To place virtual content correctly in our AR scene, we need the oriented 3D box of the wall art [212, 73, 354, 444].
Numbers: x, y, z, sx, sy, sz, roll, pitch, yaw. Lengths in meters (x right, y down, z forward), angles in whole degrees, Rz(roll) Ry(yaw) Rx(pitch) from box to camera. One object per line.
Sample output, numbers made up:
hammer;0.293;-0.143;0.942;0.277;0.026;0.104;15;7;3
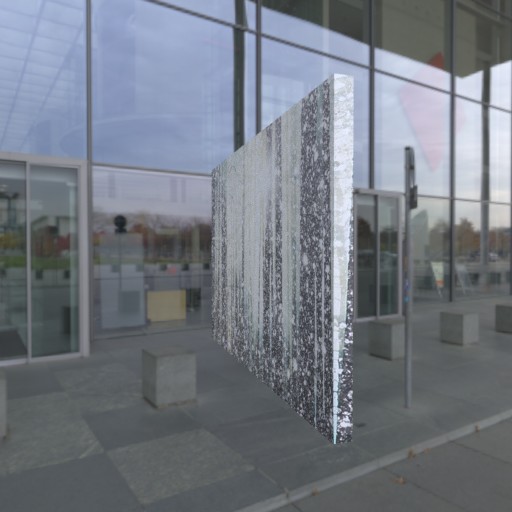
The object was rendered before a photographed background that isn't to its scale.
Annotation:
wall art;0.000;0.000;1.157;0.038;0.598;0.919;0;1;-18
